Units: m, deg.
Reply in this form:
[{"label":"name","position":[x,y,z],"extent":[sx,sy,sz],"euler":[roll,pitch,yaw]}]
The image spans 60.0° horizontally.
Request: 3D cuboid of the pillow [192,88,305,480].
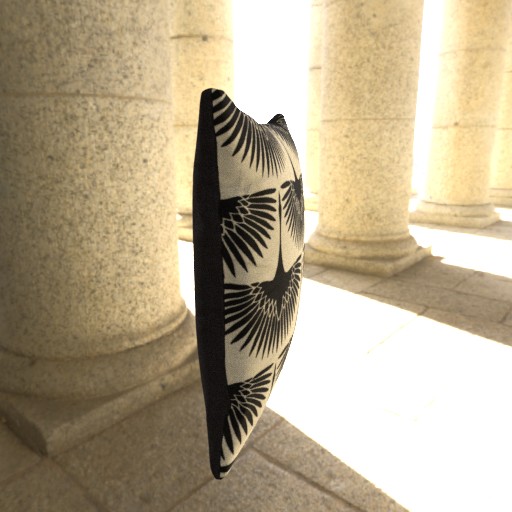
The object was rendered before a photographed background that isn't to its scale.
[{"label":"pillow","position":[0.000,0.000,0.665],"extent":[0.139,0.432,0.432],"euler":[3,15,11]}]
